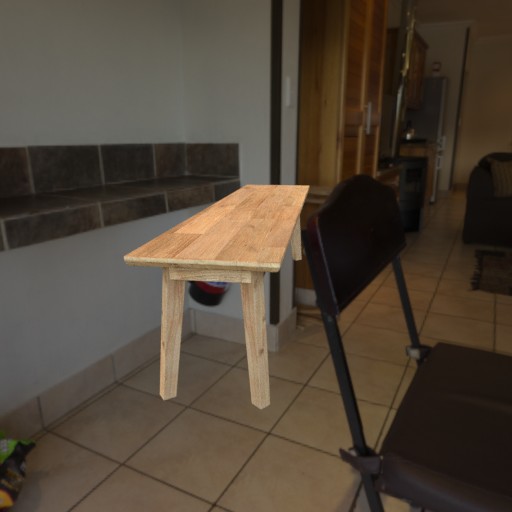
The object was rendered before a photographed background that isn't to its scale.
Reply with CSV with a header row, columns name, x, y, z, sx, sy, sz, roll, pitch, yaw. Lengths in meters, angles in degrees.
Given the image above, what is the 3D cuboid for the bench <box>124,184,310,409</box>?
name,x,y,z,sx,sy,sz,roll,pitch,yaw
bench,0.000,0.000,1.900,0.378,0.431,1.698,2,15,9
